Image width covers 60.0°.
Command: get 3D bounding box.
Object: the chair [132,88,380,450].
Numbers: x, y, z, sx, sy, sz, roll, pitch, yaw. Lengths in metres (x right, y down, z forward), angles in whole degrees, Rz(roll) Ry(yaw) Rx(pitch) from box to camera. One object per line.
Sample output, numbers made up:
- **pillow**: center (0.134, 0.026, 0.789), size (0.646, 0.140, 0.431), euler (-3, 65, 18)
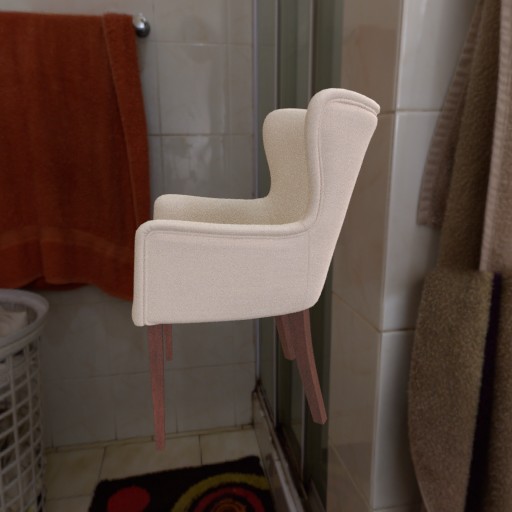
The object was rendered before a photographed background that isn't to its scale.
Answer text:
- **chair**: center (0.000, 0.000, 1.485), size (0.744, 0.990, 0.696), euler (-2, 14, -8)
